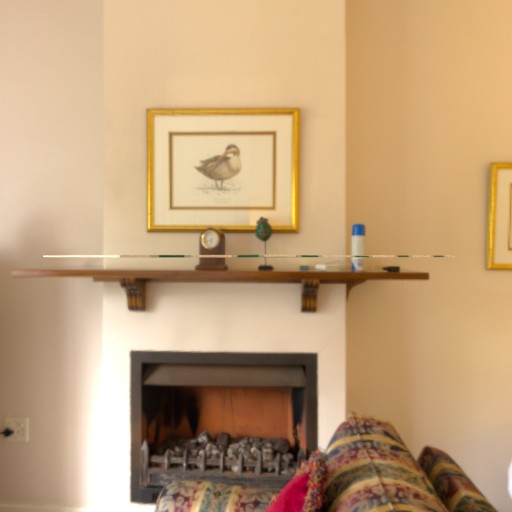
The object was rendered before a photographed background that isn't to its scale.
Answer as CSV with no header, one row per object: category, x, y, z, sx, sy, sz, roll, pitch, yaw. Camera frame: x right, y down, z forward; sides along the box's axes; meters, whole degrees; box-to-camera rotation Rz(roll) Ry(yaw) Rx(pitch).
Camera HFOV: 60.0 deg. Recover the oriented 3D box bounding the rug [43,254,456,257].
rug,0.000,0.000,3.076,2.436,0.015,1.521,0,0,-36
